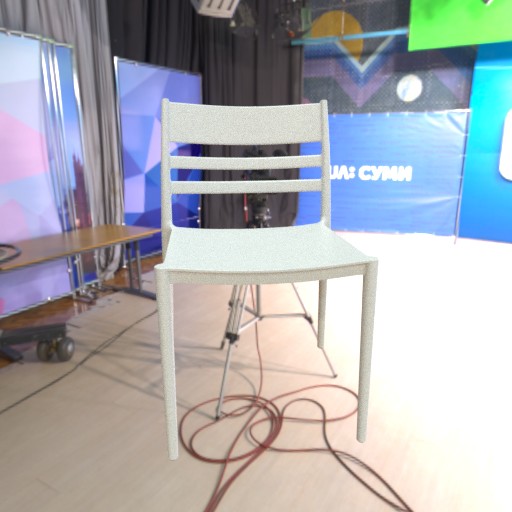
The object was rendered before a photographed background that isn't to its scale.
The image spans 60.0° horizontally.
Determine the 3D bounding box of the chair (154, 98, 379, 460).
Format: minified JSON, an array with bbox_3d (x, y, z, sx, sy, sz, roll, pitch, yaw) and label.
[{"bbox_3d":[0.000,0.000,1.160,0.531,0.800,0.511,-2,16,-7],"label":"chair"}]
